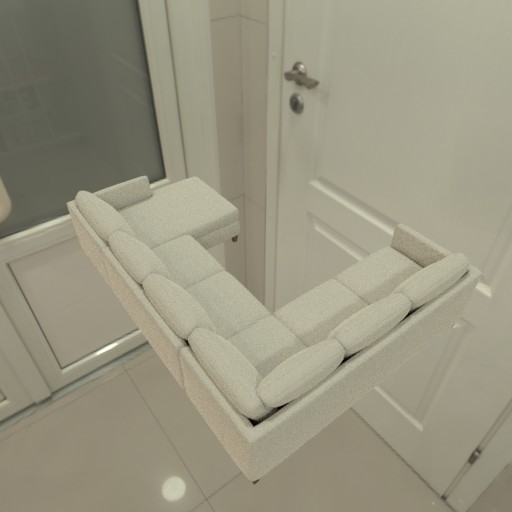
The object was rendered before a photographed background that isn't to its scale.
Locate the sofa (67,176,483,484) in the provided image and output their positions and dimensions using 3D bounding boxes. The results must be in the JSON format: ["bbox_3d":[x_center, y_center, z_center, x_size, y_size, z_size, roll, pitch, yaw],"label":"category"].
[{"bbox_3d":[0.000,0.000,4.379,2.551,0.853,3.238,-27,48,-27],"label":"sofa"}]
